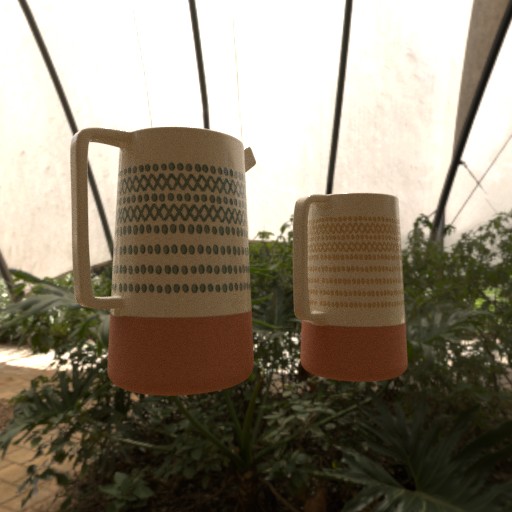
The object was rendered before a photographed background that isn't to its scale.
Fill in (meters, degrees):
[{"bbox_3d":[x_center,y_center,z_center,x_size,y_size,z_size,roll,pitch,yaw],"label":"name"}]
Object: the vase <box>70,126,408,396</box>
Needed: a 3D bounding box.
[{"bbox_3d":[0.000,0.000,0.457,0.326,0.247,0.168,0,-1,0],"label":"vase"}]
